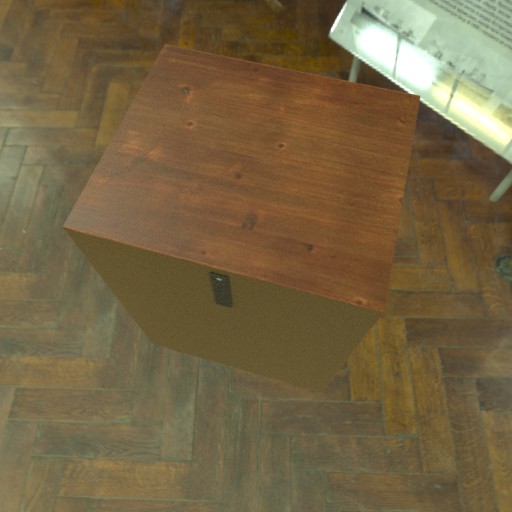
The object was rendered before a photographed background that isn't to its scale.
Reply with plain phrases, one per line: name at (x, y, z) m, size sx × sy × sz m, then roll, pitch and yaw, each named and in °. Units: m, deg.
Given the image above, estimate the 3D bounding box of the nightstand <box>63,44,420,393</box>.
nightstand at (0.000, 0.000, 1.004) m, size 0.465 × 0.695 × 0.410 m, roll 14°, pitch 64°, yaw 7°
